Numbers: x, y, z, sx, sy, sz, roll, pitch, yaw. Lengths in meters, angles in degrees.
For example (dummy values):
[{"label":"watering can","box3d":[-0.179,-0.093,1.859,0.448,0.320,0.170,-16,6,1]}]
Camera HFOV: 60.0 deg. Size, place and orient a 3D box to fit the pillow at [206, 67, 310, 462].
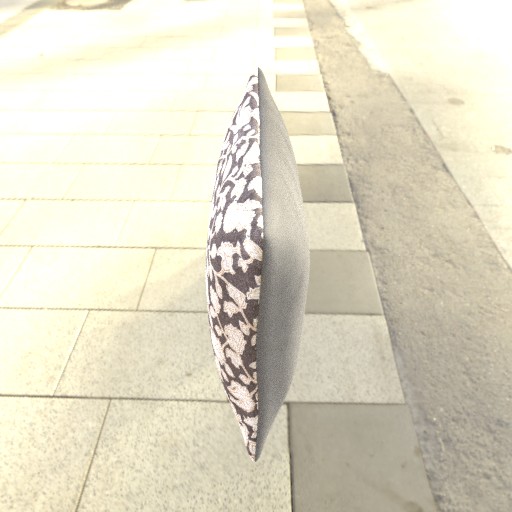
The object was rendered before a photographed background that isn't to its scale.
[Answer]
[{"label":"pillow","box3d":[0.000,0.000,0.810,0.166,0.507,0.526,0,41,0]}]
